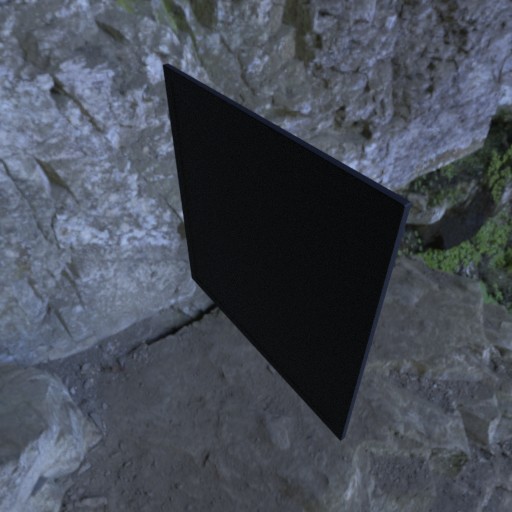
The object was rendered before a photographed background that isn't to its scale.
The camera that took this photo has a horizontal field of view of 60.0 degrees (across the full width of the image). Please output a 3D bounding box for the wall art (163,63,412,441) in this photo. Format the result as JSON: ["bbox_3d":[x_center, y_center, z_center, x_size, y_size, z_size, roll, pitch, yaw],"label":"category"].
[{"bbox_3d":[0.000,0.000,0.844,0.012,0.558,0.562,-27,48,-27],"label":"wall art"}]
